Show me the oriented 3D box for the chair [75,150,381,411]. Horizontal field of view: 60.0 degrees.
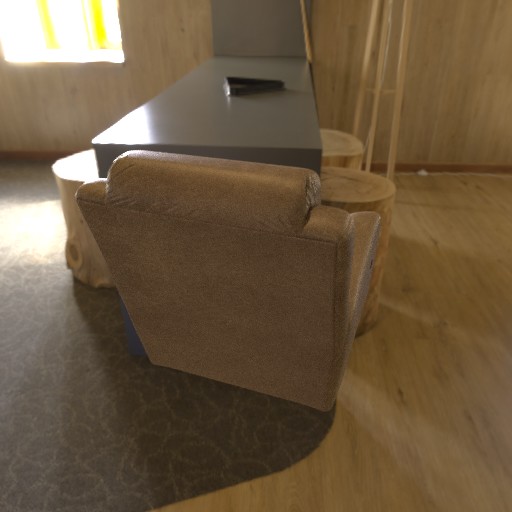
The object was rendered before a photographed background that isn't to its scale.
[{"bbox_3d":[0.000,0.000,1.928,0.965,1.116,1.068,10,33,17],"label":"chair"}]
